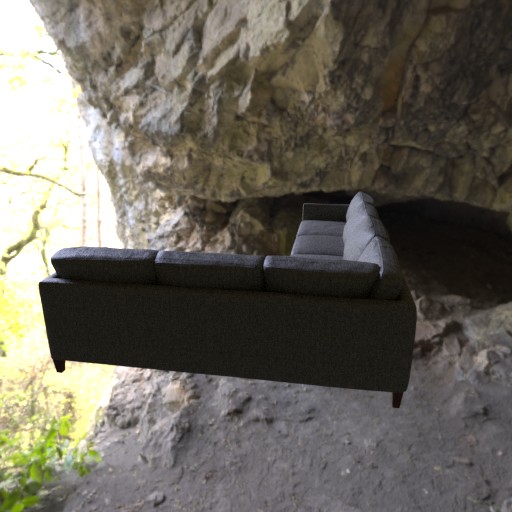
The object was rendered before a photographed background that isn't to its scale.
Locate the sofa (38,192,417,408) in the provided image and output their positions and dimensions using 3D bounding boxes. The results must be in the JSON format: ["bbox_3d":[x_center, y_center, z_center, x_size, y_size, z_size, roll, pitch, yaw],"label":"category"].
[{"bbox_3d":[0.000,0.000,4.485,2.593,0.947,3.302,3,18,9],"label":"sofa"}]
